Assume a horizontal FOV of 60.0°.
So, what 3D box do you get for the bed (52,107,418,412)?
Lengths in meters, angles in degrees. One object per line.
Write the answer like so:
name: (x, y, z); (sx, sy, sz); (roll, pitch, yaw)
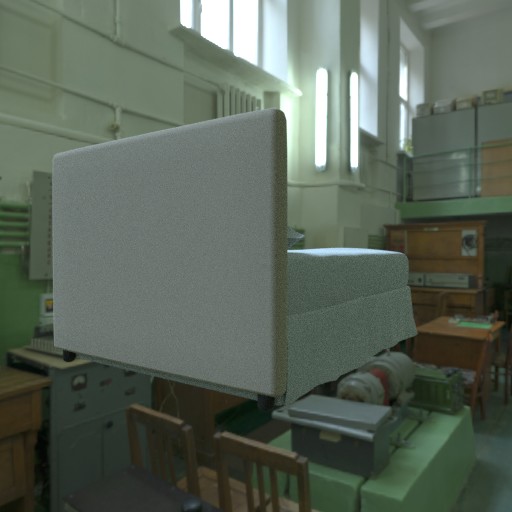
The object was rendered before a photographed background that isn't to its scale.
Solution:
bed: (0.000, 0.000, 3.202); (1.748, 1.330, 2.142); (1, 1, 35)
